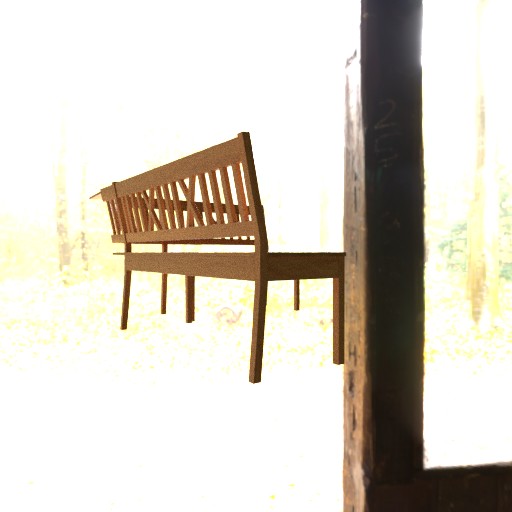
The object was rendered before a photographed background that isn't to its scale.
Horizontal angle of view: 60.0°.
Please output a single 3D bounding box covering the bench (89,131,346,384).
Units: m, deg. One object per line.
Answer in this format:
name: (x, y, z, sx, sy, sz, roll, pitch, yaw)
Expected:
bench: (0.000, 0.000, 2.791, 1.537, 0.902, 1.937, 0, 1, -36)
